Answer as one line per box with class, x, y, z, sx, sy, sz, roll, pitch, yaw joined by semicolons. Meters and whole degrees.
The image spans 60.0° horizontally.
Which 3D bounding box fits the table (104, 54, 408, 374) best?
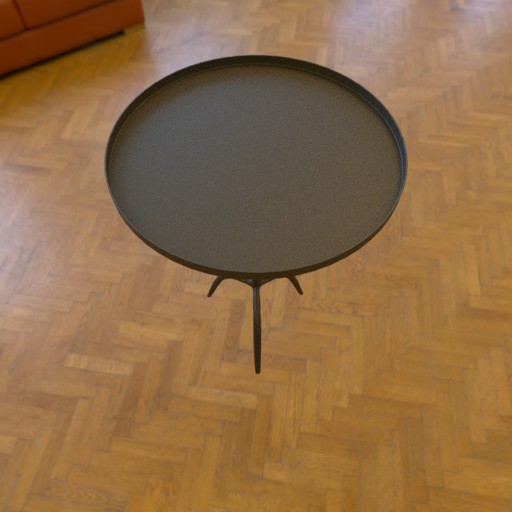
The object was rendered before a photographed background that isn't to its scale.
table;0.000;0.000;1.040;0.502;0.700;0.502;-33;63;-19
